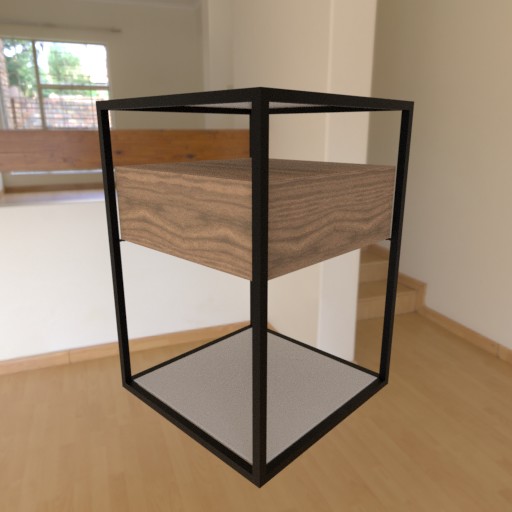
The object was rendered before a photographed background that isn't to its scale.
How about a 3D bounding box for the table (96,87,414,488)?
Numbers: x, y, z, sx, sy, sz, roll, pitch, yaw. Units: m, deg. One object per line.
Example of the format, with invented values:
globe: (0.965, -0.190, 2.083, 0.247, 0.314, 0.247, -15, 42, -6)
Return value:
table: (0.000, 0.000, 0.817, 0.378, 0.540, 0.378, 15, 22, 42)
